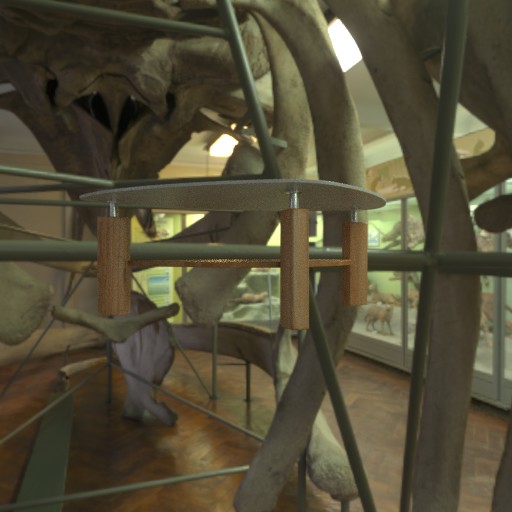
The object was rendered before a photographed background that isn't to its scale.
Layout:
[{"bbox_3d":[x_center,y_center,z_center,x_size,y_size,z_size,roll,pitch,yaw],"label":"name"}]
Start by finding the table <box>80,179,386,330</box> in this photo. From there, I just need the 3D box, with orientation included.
[{"bbox_3d":[0.000,0.000,1.655,1.250,0.440,0.850,0,0,-18],"label":"table"}]
